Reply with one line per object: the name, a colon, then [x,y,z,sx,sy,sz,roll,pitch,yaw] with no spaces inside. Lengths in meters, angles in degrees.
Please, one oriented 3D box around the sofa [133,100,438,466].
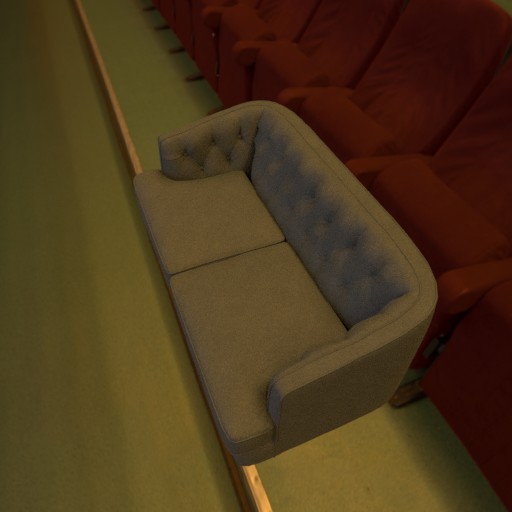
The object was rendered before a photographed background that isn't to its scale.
sofa: [0.000,0.000,2.270,0.941,0.855,1.733,-17,50,-15]
